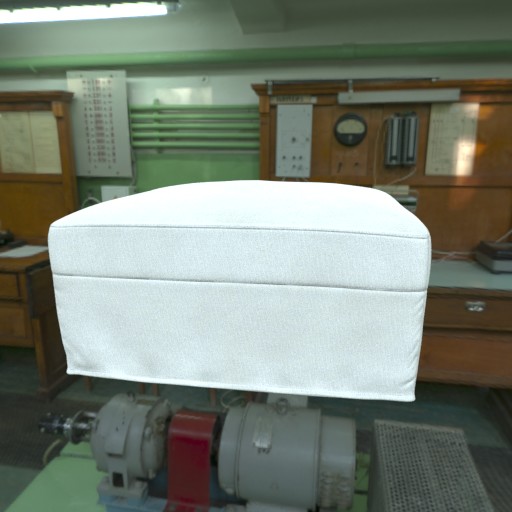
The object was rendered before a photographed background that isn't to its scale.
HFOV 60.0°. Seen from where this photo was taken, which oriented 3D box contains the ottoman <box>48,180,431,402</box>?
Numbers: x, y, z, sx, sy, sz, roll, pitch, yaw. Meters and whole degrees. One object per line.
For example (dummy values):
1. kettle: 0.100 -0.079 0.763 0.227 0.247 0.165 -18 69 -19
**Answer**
1. ottoman: 0.000 0.000 1.346 0.843 0.441 0.842 2 14 8
